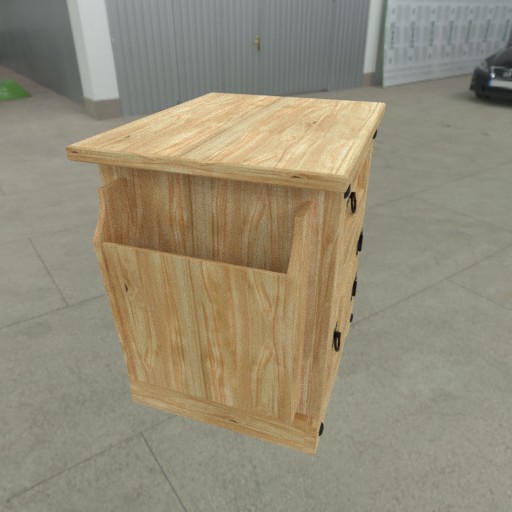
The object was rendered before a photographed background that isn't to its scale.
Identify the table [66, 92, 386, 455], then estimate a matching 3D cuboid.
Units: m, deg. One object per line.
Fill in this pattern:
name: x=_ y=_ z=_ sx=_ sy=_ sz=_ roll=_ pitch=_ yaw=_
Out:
table: x=0.000 y=0.000 z=0.860 sx=0.380 sy=0.515 sz=0.530 roll=10 pitch=30 yaw=17
